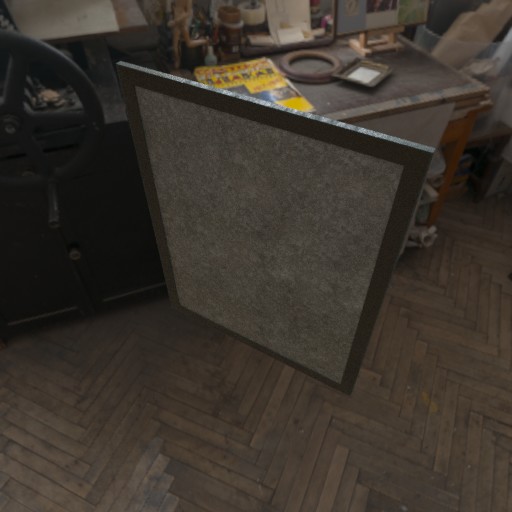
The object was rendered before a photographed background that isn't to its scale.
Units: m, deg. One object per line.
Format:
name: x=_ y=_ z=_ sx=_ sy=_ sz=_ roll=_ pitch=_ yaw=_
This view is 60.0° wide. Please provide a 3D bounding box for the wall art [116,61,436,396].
wall art: x=0.000 y=0.000 z=1.310 sx=0.767 sy=0.983 sz=0.030 roll=23 pitch=51 yaw=20
